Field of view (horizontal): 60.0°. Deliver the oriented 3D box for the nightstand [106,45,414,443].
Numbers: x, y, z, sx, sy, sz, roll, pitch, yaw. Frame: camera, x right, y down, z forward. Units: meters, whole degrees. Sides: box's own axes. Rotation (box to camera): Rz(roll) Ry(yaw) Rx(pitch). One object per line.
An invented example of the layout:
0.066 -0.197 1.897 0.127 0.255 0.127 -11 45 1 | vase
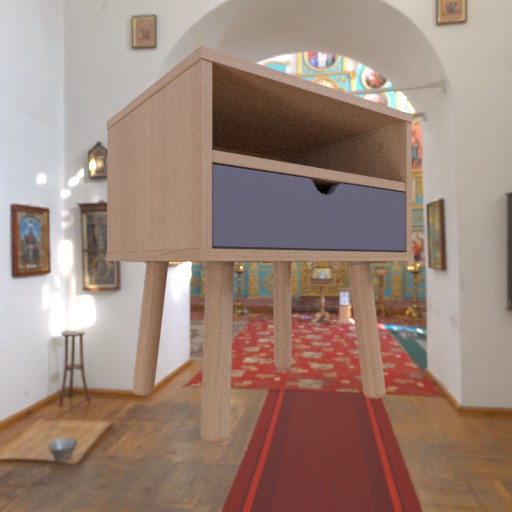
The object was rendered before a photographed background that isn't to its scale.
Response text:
0.000 0.000 0.848 0.450 0.530 0.380 1 -1 -36 | nightstand
